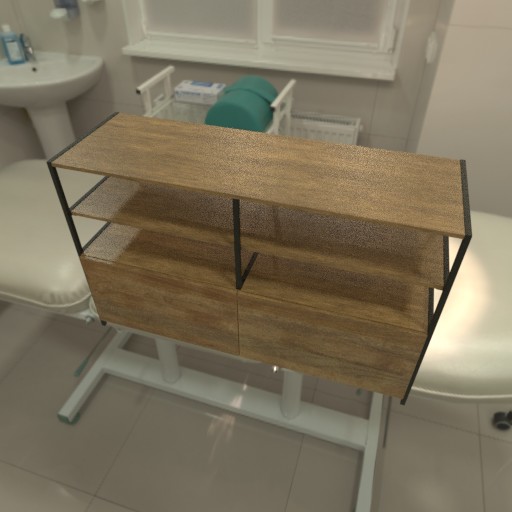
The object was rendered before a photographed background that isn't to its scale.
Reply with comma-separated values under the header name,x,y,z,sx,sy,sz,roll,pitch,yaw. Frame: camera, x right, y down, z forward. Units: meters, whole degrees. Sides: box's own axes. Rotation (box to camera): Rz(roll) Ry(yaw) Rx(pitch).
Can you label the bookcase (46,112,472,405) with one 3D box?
name,x,y,z,sx,sy,sz,roll,pitch,yaw
bookcase,0.000,0.000,1.503,1.149,0.712,0.391,12,42,13
